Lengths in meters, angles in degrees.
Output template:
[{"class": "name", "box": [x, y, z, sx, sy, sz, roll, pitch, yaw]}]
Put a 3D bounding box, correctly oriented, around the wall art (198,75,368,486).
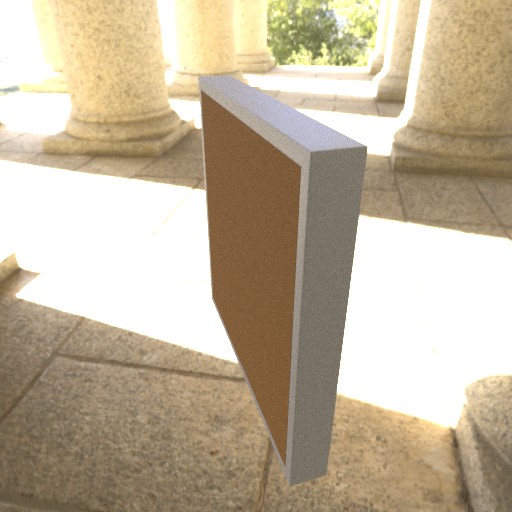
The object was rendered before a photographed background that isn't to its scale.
[{"class": "wall art", "box": [0.000, 0.000, 0.453, 0.037, 0.305, 0.305, -9, 31, -16]}]
